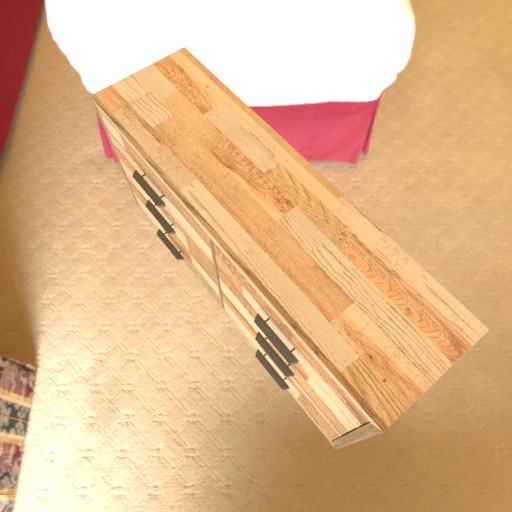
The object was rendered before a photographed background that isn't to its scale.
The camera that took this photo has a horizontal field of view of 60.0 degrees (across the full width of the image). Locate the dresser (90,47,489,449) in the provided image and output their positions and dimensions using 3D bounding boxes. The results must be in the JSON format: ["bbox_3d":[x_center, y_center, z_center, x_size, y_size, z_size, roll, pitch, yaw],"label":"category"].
[{"bbox_3d":[0.000,0.000,1.856,0.487,0.834,1.547,-36,68,-16],"label":"dresser"}]
